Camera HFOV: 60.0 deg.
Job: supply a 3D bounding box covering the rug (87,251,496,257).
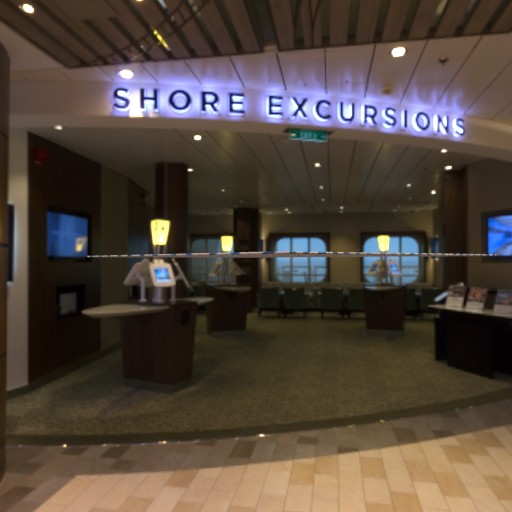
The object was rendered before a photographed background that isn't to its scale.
[{"bbox_3d":[0.000,0.000,2.989,1.531,0.008,2.439,0,-1,-36],"label":"rug"}]
